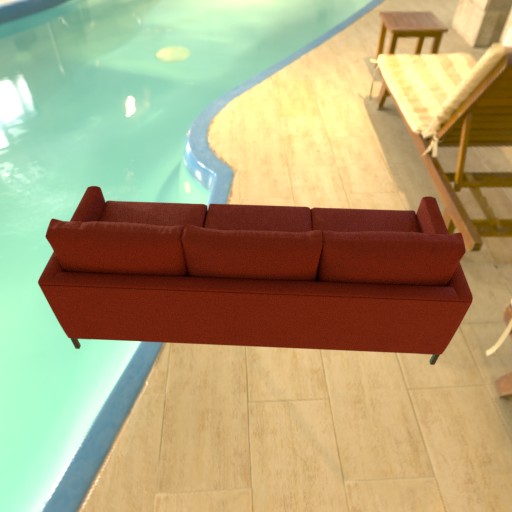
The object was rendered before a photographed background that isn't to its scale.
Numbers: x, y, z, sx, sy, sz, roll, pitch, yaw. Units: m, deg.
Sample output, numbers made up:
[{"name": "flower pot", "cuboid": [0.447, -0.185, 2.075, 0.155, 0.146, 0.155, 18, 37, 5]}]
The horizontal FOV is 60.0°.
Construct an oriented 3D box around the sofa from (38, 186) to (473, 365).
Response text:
[{"name": "sofa", "cuboid": [0.000, 0.000, 2.674, 2.252, 0.879, 0.875, 2, 45, 2]}]
